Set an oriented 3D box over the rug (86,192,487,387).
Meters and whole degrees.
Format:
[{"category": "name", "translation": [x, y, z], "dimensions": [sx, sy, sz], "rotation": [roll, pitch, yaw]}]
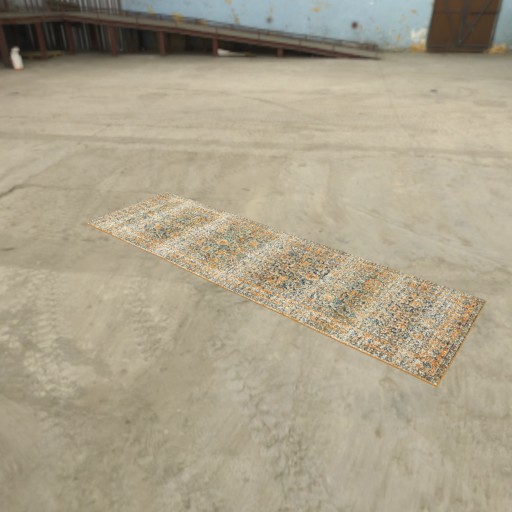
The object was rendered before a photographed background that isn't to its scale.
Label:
[{"category": "rug", "translation": [0.000, 0.000, 2.517], "dimensions": [2.294, 0.014, 0.704], "rotation": [21, 36, 33]}]
